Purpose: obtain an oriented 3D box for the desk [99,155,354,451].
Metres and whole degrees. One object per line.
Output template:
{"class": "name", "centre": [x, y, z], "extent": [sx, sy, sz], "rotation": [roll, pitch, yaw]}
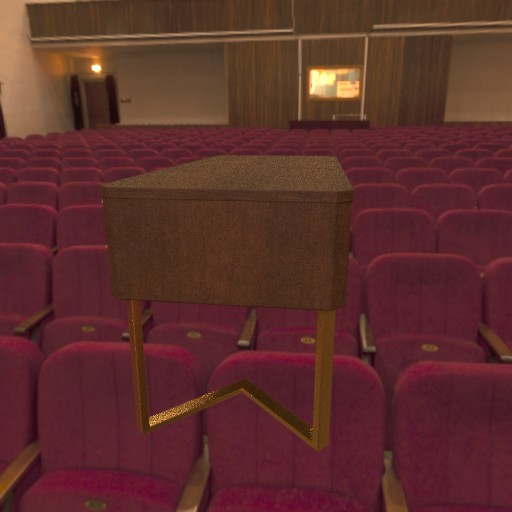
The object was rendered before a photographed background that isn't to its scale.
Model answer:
{"class": "desk", "centre": [0.000, 0.000, 1.904], "extent": [0.684, 0.762, 1.479], "rotation": [2, 16, 8]}
